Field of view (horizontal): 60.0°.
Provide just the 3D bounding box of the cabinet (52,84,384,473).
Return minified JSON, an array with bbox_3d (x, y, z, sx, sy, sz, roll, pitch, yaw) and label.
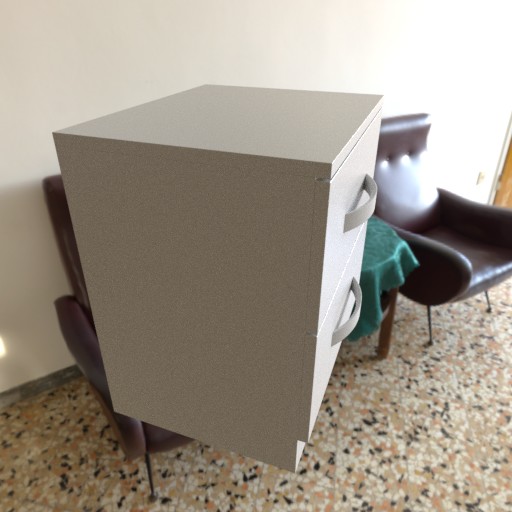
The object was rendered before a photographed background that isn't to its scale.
[{"bbox_3d":[0.000,0.000,0.742,0.360,0.470,0.400,11,31,18],"label":"cabinet"}]
